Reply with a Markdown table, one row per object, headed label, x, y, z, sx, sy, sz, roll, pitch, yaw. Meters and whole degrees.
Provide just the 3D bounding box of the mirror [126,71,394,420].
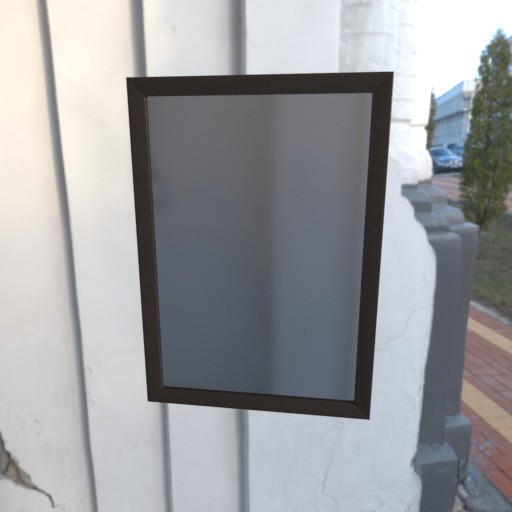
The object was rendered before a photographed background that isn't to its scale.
| label | x | y | z | sx | sy | sz | roll | pitch | yaw |
| --- | --- | --- | --- | --- | --- | --- | --- | --- | --- |
| mirror | 0.000 | 0.000 | 0.935 | 0.507 | 0.710 | 0.040 | 2 | 14 | 8 |
